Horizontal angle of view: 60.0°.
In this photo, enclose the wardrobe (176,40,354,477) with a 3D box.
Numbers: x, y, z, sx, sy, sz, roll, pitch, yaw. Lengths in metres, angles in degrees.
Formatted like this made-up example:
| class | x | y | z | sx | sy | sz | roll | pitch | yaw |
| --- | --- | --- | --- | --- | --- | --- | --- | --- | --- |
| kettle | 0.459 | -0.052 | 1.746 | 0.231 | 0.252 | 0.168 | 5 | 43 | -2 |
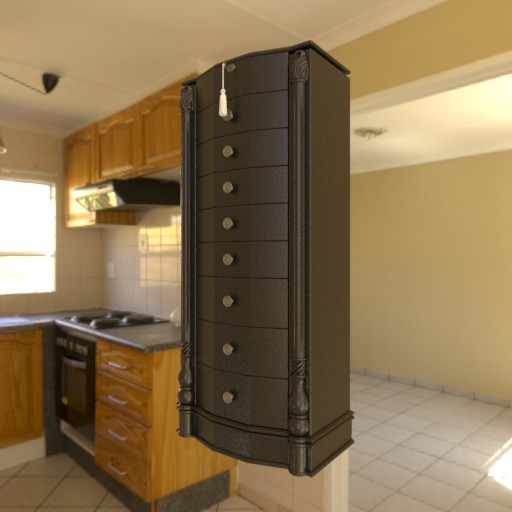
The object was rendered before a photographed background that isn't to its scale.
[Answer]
| class | x | y | z | sx | sy | sz | roll | pitch | yaw |
| --- | --- | --- | --- | --- | --- | --- | --- | --- | --- |
| wardrobe | 0.000 | 0.000 | 1.210 | 0.444 | 1.011 | 0.295 | 0 | 0 | 36 |
